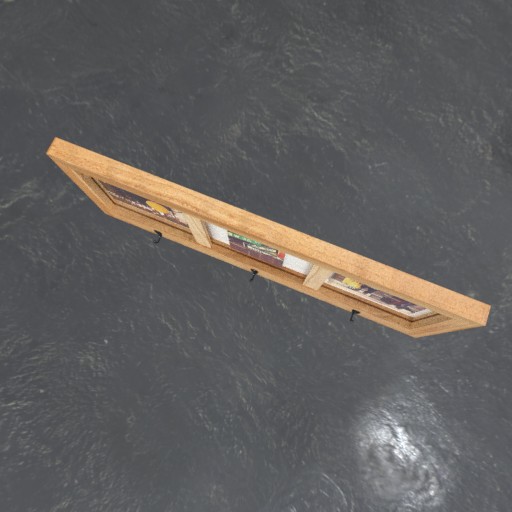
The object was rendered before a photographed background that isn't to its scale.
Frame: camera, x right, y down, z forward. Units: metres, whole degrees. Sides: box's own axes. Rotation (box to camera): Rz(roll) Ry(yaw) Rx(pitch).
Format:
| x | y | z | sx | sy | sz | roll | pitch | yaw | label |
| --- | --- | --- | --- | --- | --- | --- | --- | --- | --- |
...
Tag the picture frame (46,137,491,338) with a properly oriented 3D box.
| x | y | z | sx | sy | sz | roll | pitch | yaw | label |
| --- | --- | --- | --- | --- | --- | --- | --- | --- | --- |
| 0.000 | 0.000 | 0.660 | 0.582 | 0.234 | 0.045 | 22 | 77 | 5 | picture frame |
